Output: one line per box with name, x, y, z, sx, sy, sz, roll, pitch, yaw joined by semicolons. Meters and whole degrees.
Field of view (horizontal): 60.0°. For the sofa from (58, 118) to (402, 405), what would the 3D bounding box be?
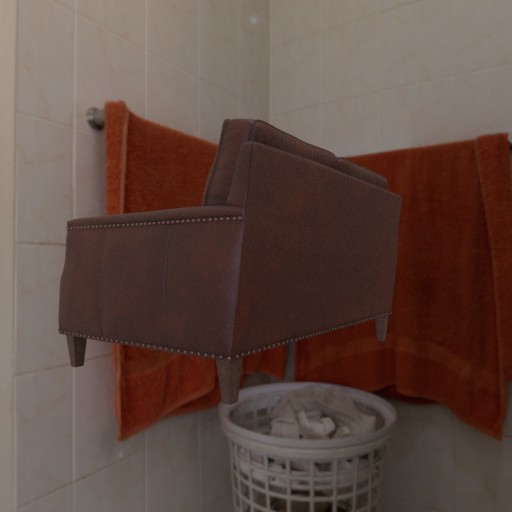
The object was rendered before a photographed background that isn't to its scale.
sofa;0.000;0.000;2.318;1.083;1.003;1.628;0;-1;36
